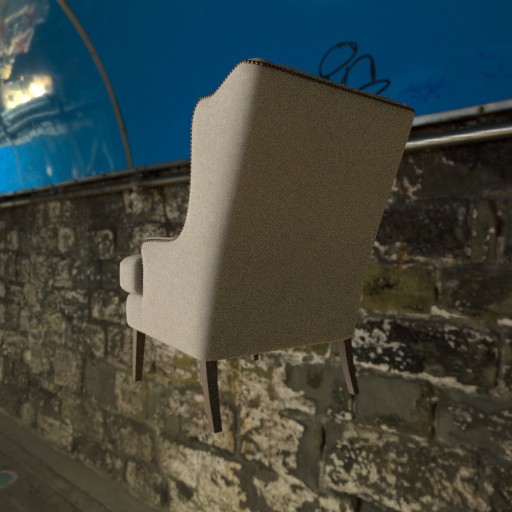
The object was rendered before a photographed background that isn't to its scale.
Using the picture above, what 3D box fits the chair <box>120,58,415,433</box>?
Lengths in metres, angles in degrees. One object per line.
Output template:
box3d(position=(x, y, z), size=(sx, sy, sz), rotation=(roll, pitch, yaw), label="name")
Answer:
box3d(position=(0.000, 0.000, 1.653), size=(0.737, 1.029, 0.940), rotation=(0, 1, -36), label="chair")
